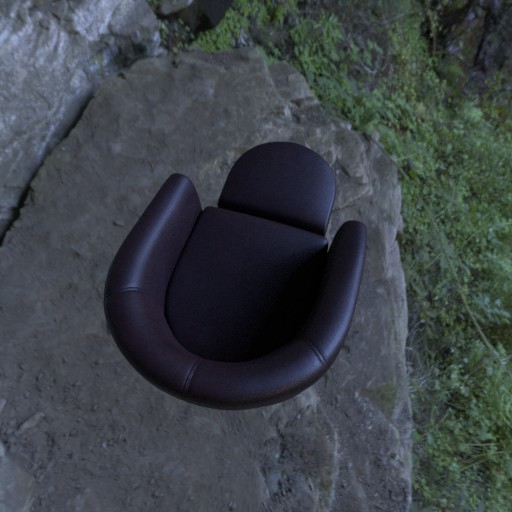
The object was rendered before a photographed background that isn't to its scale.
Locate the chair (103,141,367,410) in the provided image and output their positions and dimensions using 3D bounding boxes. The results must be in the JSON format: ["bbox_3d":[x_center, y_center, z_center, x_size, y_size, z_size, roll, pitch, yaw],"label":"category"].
[{"bbox_3d":[0.000,0.000,1.658,0.737,0.755,1.176,16,66,7],"label":"chair"}]
